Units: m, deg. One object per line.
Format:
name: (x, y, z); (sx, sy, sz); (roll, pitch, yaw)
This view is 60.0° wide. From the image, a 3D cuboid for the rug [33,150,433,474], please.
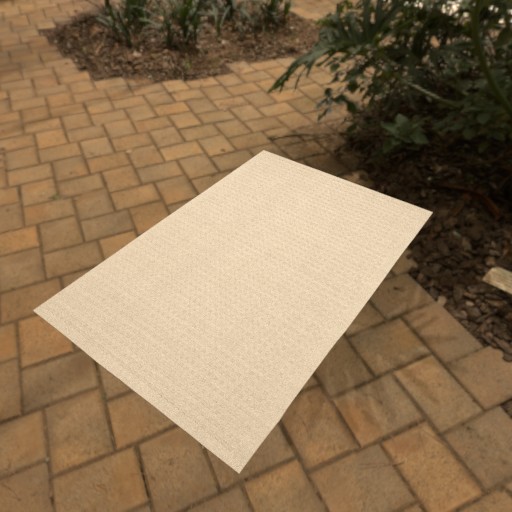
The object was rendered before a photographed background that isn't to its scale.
rug: (0.000, 0.000, 2.898); (1.523, 0.006, 2.289); (27, 49, 26)
